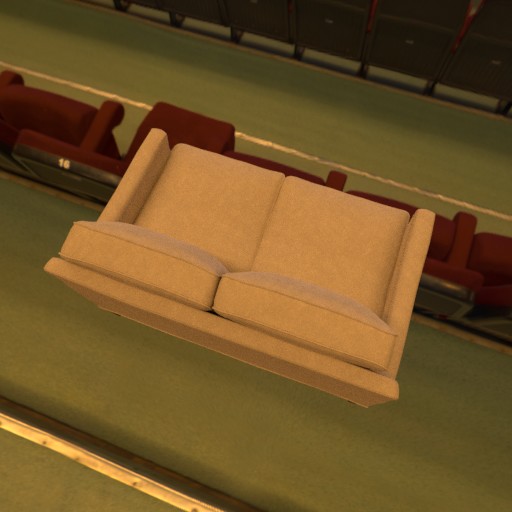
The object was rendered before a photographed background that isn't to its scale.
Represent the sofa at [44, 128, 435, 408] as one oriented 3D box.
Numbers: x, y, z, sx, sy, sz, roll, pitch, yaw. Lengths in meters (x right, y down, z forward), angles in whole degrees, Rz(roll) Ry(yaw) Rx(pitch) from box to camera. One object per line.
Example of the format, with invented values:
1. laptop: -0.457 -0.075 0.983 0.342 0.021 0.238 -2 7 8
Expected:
1. sofa: 0.000 0.000 2.259 1.597 1.002 1.084 18 66 9
